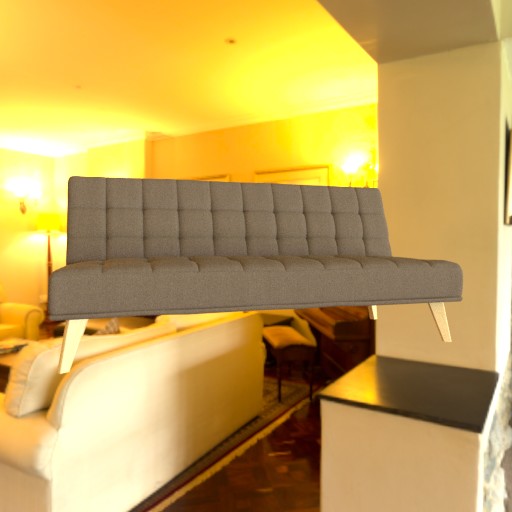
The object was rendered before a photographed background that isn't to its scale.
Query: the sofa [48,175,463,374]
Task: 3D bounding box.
[{"bbox_3d":[0.000,0.000,2.214,1.800,0.810,0.860,-1,2,-17],"label":"sofa"}]
